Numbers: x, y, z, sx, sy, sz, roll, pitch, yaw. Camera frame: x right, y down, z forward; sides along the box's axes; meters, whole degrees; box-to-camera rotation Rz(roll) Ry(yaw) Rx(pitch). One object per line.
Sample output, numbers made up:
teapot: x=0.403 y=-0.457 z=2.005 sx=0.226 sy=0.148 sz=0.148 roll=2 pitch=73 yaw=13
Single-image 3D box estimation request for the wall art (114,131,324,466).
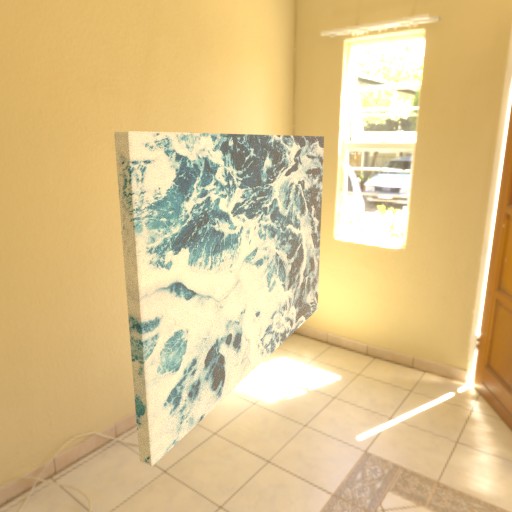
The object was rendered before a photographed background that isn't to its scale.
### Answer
wall art: x=0.000 y=0.000 z=1.928 sx=0.055 sy=1.017 sz=1.524 roll=7 pitch=16 yaw=27
